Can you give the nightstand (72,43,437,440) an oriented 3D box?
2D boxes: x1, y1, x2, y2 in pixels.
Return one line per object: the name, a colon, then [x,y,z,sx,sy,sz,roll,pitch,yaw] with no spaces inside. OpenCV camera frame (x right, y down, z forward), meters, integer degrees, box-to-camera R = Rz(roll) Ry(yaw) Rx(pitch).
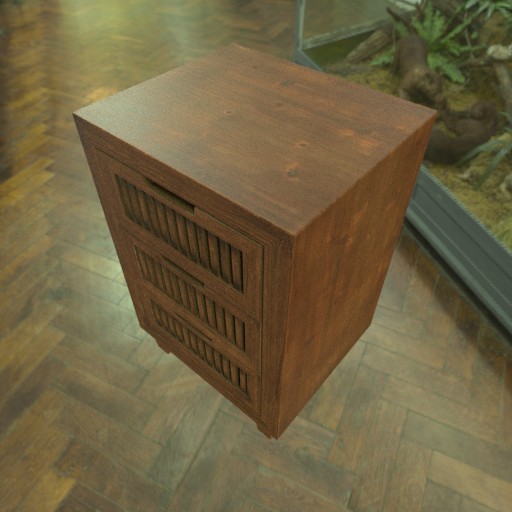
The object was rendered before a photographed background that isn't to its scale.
nightstand: [0.000,0.000,0.993,0.465,0.695,0.410,31,53,27]
